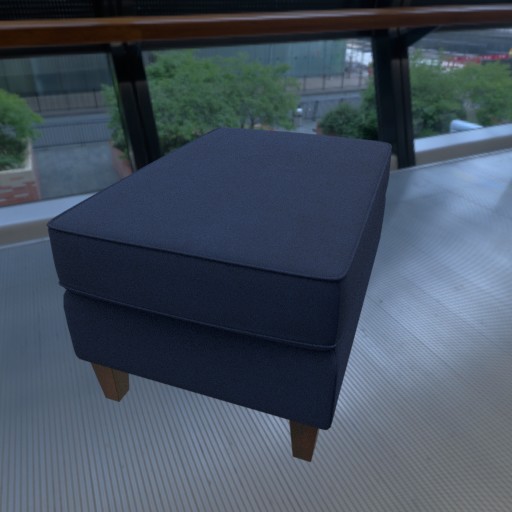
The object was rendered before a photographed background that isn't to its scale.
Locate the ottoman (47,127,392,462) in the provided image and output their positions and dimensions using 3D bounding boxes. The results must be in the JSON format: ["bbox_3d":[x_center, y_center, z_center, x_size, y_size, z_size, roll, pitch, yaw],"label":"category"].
[{"bbox_3d":[0.000,0.000,1.373,0.686,0.584,0.965,10,31,17],"label":"ottoman"}]
